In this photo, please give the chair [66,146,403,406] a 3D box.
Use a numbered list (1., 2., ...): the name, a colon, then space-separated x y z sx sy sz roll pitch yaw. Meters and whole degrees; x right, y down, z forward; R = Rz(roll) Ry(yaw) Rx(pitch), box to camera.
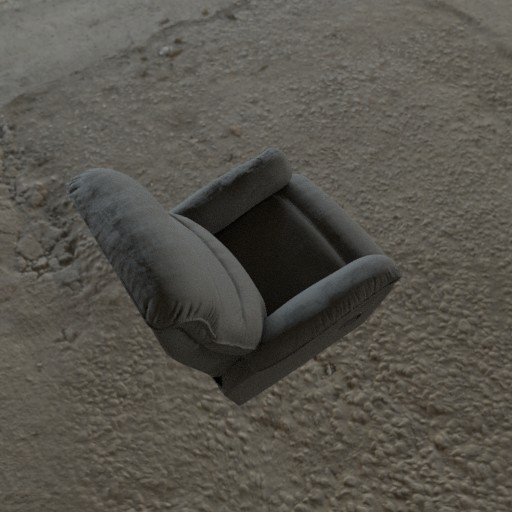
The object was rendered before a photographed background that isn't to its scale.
1. chair: 0.000 0.000 1.737 1.004 1.037 0.820 -30 62 -18
